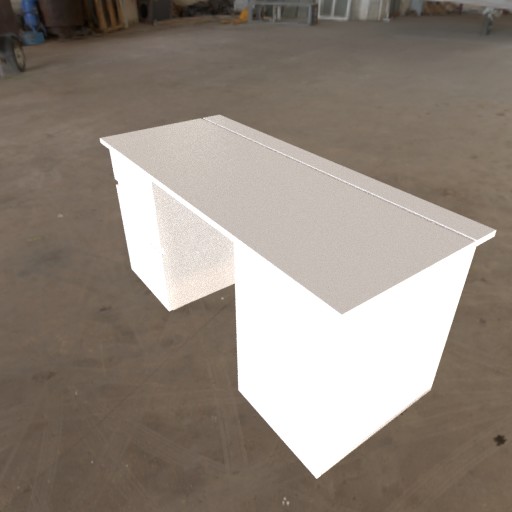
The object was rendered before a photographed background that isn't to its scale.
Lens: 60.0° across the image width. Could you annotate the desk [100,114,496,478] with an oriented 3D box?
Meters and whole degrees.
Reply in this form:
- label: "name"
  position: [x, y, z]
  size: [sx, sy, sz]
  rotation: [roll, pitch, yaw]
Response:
- label: "desk"
  position: [0.000, 0.000, 1.934]
  size: [0.670, 0.760, 1.580]
  rotation: [-22, 39, -30]
